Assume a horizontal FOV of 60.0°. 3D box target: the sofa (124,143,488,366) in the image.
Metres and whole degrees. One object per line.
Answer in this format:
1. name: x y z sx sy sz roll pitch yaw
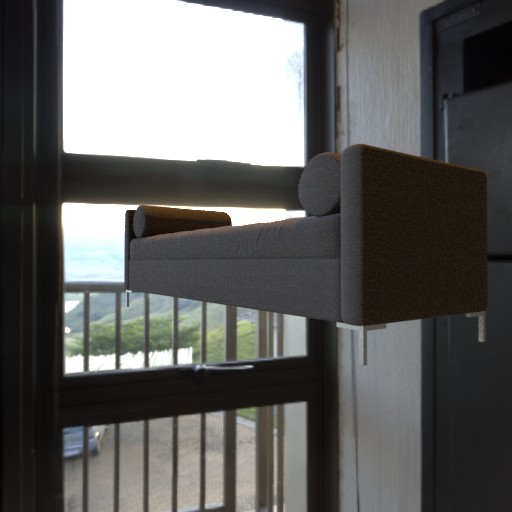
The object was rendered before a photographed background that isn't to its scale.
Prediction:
1. sofa: 0.000 0.000 2.226 0.686 0.635 1.981 1 -1 -35
